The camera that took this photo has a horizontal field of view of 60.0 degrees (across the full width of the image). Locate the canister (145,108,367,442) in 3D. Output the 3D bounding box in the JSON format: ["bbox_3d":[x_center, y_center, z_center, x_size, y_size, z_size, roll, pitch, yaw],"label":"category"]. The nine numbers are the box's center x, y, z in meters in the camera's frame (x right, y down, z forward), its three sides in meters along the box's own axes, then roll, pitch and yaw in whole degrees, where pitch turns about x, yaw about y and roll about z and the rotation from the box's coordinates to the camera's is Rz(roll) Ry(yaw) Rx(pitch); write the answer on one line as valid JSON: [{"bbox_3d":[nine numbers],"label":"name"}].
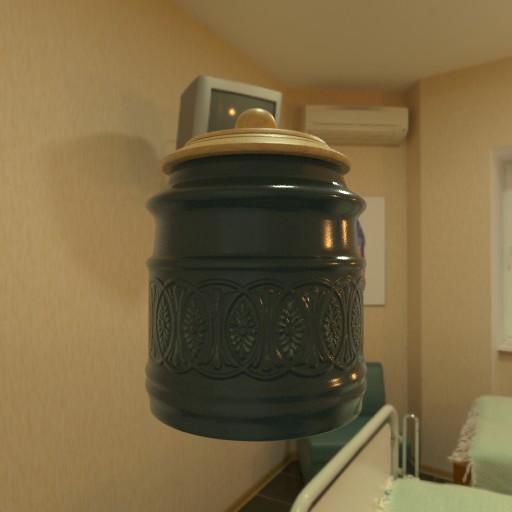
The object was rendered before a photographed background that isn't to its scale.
[{"bbox_3d":[0.000,0.000,0.267,0.130,0.176,0.130,0,0,0],"label":"canister"}]
